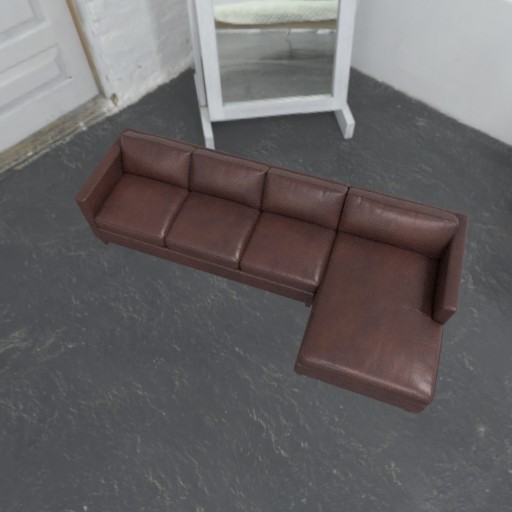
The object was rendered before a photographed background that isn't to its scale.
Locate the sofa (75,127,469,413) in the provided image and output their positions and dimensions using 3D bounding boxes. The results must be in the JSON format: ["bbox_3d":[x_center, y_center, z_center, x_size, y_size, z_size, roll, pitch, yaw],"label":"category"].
[{"bbox_3d":[0.000,0.000,3.816,3.203,0.883,1.581,17,60,10],"label":"sofa"}]
